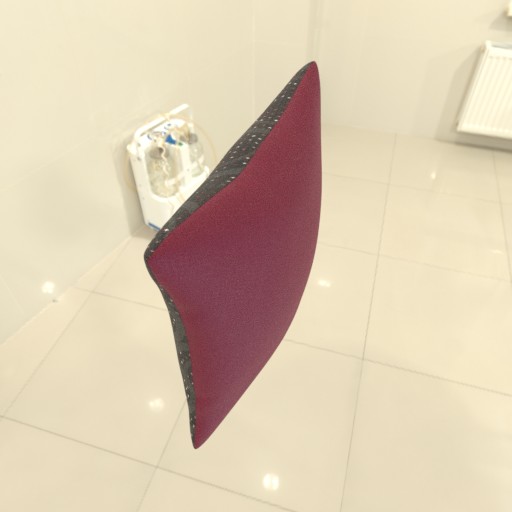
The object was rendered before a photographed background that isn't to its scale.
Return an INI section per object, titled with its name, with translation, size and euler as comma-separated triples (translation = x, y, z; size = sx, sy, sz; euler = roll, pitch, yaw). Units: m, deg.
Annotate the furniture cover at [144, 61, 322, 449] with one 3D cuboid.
[furniture cover]
translation = 0.000, 0.000, 0.810
size = 0.193, 0.509, 0.552
euler = 17, 48, 16
